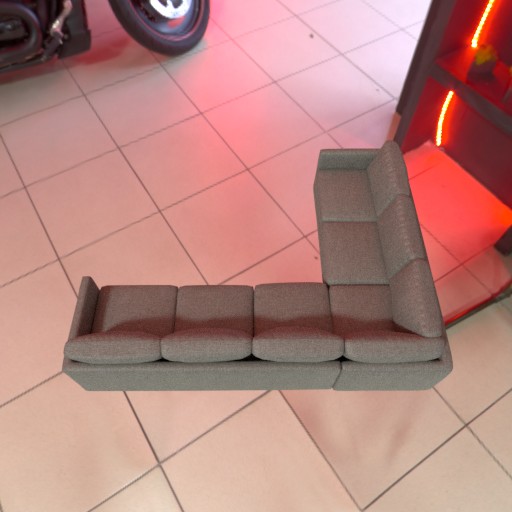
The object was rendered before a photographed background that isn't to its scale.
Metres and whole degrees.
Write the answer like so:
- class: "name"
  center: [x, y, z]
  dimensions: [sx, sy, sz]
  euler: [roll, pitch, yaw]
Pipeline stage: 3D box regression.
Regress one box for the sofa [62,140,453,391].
- class: "sofa"
  center: [0.000, 0.000, 4.531]
  dimensions: [3.302, 0.947, 2.593]
  euler: [0, 58, 0]
